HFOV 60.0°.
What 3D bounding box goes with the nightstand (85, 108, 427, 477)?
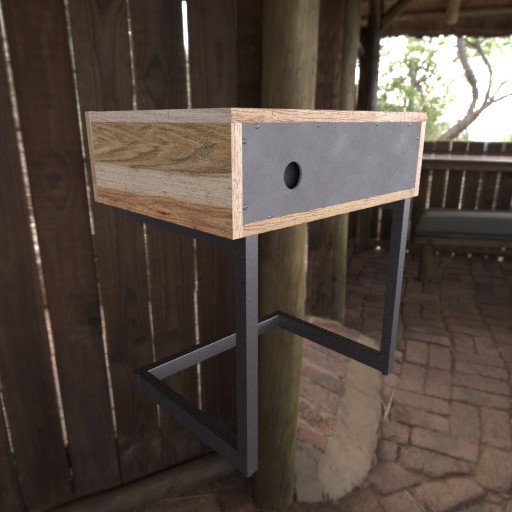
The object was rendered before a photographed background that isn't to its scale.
[{"bbox_3d":[0.000,0.000,1.022,0.558,0.632,0.481,-16,23,-42],"label":"nightstand"}]
